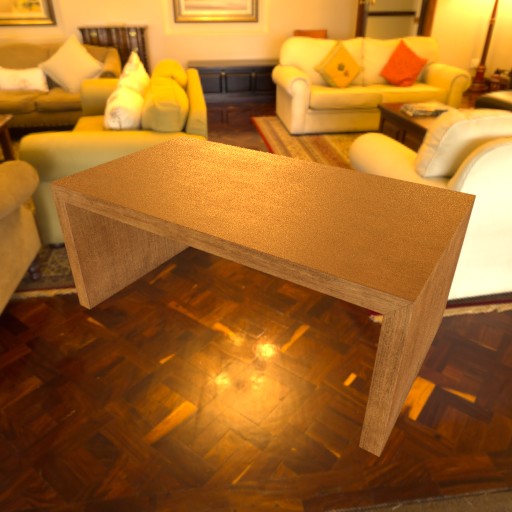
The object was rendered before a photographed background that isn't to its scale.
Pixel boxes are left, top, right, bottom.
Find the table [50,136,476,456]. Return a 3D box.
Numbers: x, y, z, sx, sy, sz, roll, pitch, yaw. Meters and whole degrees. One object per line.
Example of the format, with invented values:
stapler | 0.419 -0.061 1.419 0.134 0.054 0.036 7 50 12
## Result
table | 0.000 0.000 1.288 1.000 0.419 0.549 19 36 28
